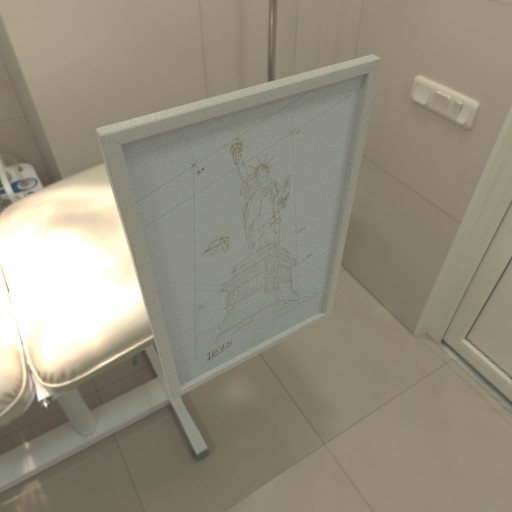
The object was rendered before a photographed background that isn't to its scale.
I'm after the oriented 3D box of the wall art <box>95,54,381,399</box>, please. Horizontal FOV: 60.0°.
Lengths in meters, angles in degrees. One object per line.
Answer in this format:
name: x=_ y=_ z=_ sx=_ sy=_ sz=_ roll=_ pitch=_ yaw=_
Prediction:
wall art: x=0.000 y=0.000 z=1.526 sx=0.808 sy=1.183 sz=0.038 roll=-24 pitch=50 yaw=-22
